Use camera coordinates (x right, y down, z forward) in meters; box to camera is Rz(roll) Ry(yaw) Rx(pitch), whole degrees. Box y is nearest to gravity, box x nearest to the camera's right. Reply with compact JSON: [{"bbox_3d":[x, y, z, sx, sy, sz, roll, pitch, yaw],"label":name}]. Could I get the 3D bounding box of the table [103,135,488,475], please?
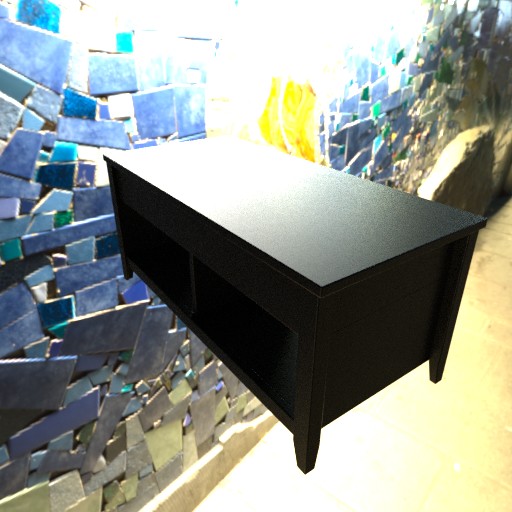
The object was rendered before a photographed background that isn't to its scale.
[{"bbox_3d":[0.000,0.000,1.285,0.483,0.457,1.016,-18,32,-31],"label":"table"}]
